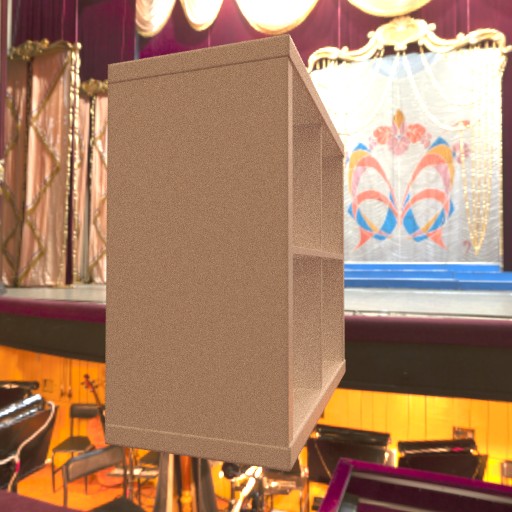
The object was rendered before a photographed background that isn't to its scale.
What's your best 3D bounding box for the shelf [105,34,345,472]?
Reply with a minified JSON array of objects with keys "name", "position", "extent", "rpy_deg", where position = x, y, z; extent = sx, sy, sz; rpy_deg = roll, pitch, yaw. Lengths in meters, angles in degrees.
[{"name":"shelf","position":[0.000,0.000,1.231],"extent":[0.390,0.786,0.790],"rpy_deg":[0,-1,18]}]
